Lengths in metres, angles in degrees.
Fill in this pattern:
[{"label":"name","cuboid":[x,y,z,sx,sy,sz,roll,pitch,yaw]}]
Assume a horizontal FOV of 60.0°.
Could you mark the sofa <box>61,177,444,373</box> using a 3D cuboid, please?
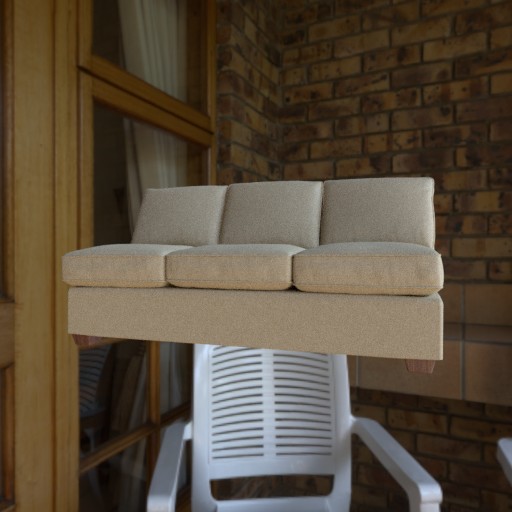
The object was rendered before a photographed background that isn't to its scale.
[{"label":"sofa","cuboid":[0.000,0.000,2.567,1.962,0.973,1.027,0,0,19]}]
